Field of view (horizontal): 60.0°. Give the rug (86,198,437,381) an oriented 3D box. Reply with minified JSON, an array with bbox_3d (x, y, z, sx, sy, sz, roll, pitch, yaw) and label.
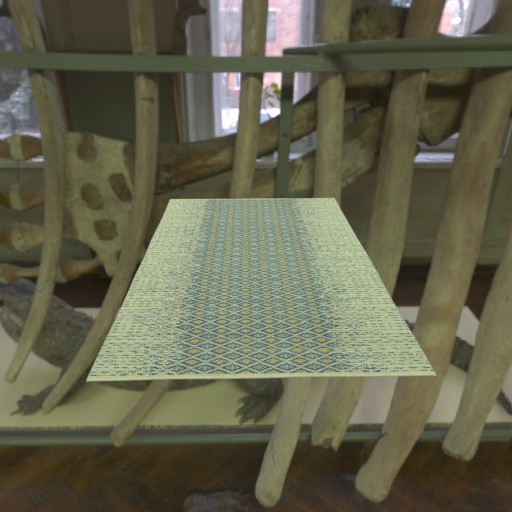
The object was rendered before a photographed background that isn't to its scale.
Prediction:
[{"bbox_3d":[0.000,0.000,3.045,1.541,0.008,2.448,-1,26,-1],"label":"rug"}]
